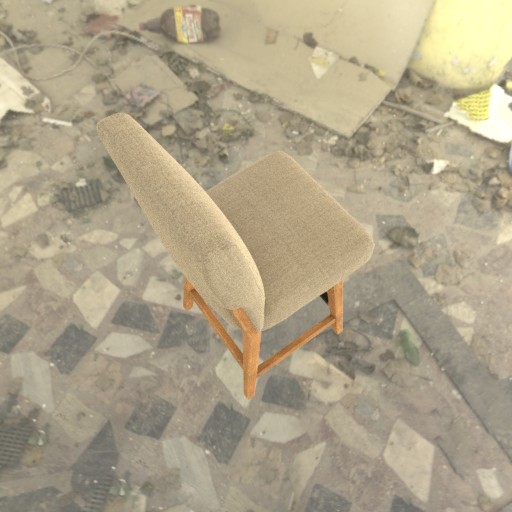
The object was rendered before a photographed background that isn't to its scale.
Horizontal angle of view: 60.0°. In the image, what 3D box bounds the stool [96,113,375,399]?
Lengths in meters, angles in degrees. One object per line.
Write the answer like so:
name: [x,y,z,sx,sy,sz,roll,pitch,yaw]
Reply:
stool: [0.000,0.000,1.320,0.526,1.010,0.459,-32,64,-18]
